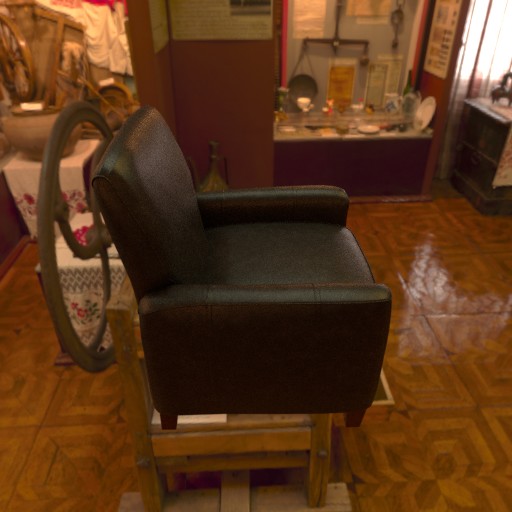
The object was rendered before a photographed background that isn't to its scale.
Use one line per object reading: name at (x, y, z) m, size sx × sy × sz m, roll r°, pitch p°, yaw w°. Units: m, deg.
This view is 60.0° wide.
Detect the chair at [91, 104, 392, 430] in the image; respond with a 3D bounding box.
chair at (0.000, 0.000, 1.651) m, size 0.864 × 1.014 × 0.848 m, roll -1°, pitch 32°, yaw -1°
